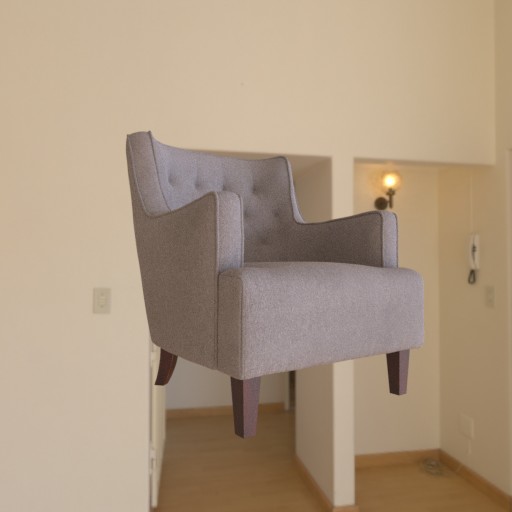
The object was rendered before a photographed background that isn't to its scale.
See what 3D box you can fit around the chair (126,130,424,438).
[{"bbox_3d":[0.000,0.000,1.602,0.781,0.919,0.910,1,-2,-36],"label":"chair"}]
